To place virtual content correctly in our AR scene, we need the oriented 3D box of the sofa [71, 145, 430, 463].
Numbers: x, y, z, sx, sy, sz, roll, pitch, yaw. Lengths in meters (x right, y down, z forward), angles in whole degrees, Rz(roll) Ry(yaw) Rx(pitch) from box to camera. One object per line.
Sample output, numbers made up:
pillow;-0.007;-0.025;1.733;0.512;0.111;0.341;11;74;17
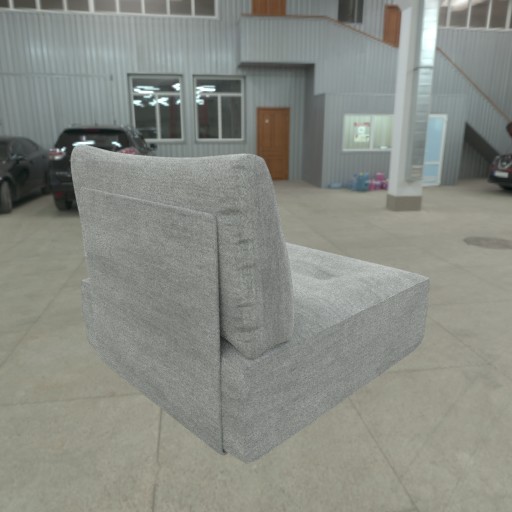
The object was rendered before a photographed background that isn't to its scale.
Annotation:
sofa;0.000;0.000;1.682;1.000;0.820;0.930;-15;22;-42
